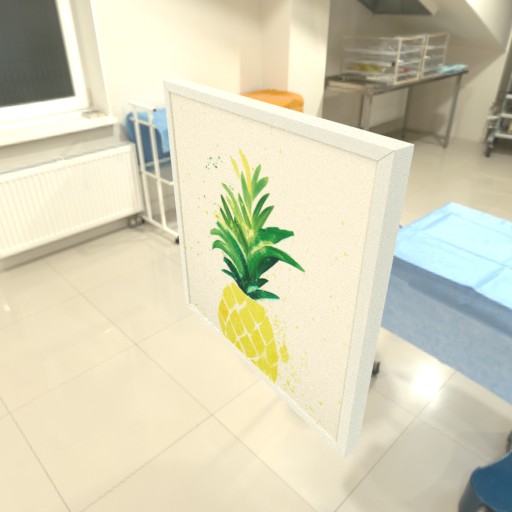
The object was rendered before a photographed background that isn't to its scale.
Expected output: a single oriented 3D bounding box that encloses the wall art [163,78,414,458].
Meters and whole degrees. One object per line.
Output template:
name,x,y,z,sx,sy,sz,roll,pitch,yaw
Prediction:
wall art,0.000,0.000,0.461,0.020,0.307,0.307,-22,37,-31
